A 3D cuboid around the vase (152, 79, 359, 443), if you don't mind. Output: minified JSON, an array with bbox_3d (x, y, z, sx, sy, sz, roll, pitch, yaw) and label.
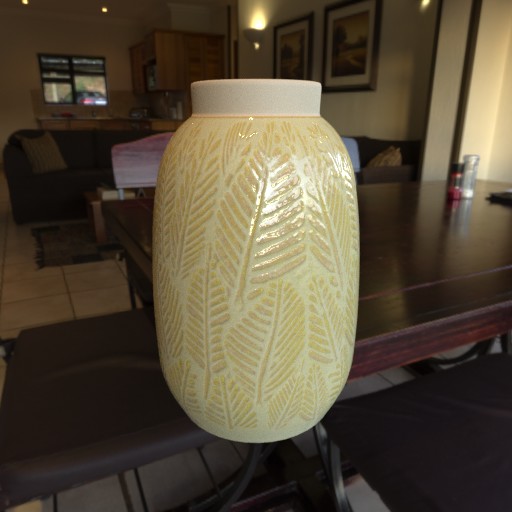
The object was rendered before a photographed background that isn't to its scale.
[{"bbox_3d":[0.000,0.000,0.371,0.172,0.270,0.172,0,18,0],"label":"vase"}]
